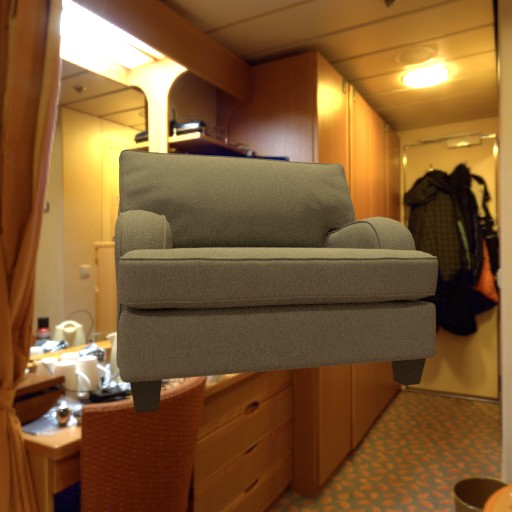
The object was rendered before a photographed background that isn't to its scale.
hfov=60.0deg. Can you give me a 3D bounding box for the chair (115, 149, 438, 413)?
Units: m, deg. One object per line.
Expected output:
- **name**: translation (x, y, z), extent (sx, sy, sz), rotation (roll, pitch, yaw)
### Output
- **chair**: translation (0.000, 0.000, 2.015), extent (1.220, 1.016, 1.041), rotation (0, 0, -17)
